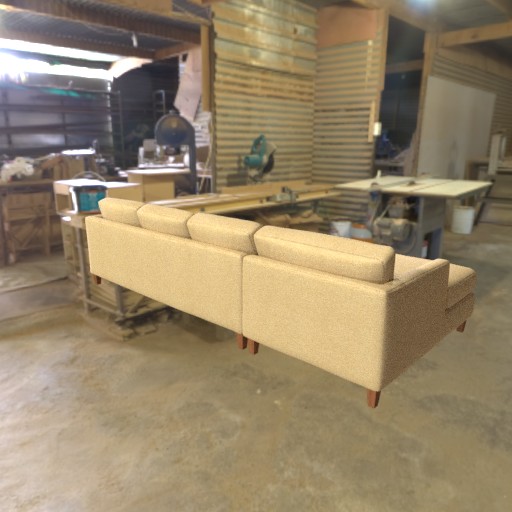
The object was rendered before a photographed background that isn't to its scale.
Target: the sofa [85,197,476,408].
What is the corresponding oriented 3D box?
[{"bbox_3d":[0.000,0.000,3.802,3.201,0.876,1.502,14,20,41],"label":"sofa"}]
